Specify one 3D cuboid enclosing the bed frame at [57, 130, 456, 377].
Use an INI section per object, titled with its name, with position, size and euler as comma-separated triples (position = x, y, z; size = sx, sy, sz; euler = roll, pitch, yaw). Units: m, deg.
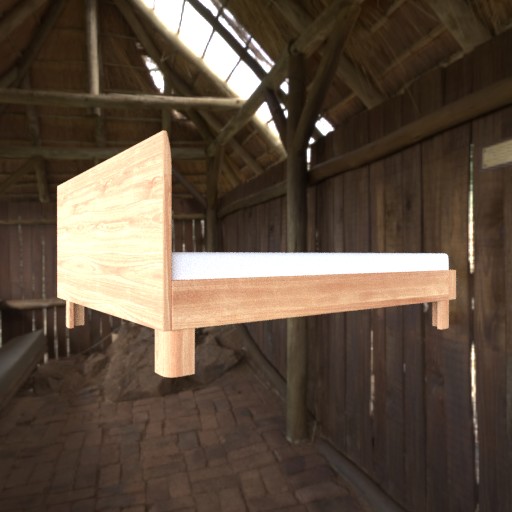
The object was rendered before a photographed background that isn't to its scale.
[bed frame]
position = 0.000, 0.000, 2.933
size = 2.092, 0.940, 1.660
euler = 0, 0, -37
